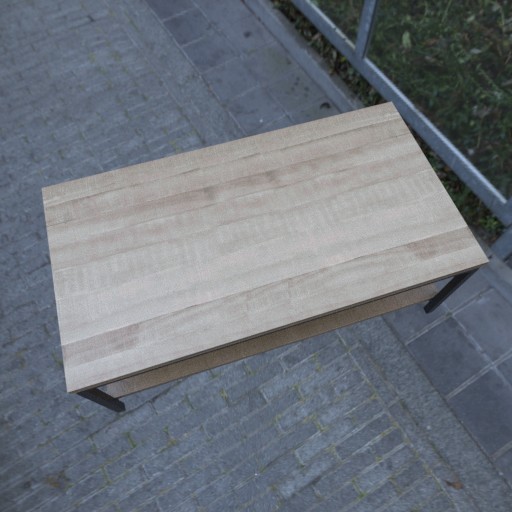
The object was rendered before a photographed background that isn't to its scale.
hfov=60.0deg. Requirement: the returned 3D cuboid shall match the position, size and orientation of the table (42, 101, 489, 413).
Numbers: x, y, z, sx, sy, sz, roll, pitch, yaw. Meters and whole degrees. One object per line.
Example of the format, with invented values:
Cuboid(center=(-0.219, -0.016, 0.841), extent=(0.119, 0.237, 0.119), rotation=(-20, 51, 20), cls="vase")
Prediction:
Cuboid(center=(0.000, 0.000, 1.351), extent=(1.062, 0.393, 0.574), rotation=(-16, 65, -8), cls="table")
